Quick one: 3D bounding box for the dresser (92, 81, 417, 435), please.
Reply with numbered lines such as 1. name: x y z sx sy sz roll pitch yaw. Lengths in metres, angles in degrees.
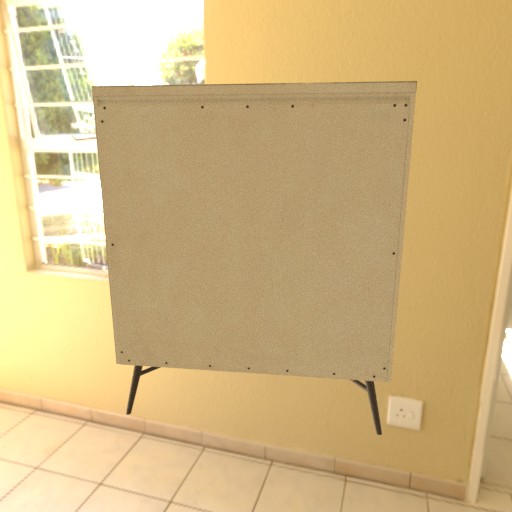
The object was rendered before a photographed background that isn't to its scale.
1. dresser: 0.000 0.000 1.741 1.016 1.219 0.457 2 15 7
